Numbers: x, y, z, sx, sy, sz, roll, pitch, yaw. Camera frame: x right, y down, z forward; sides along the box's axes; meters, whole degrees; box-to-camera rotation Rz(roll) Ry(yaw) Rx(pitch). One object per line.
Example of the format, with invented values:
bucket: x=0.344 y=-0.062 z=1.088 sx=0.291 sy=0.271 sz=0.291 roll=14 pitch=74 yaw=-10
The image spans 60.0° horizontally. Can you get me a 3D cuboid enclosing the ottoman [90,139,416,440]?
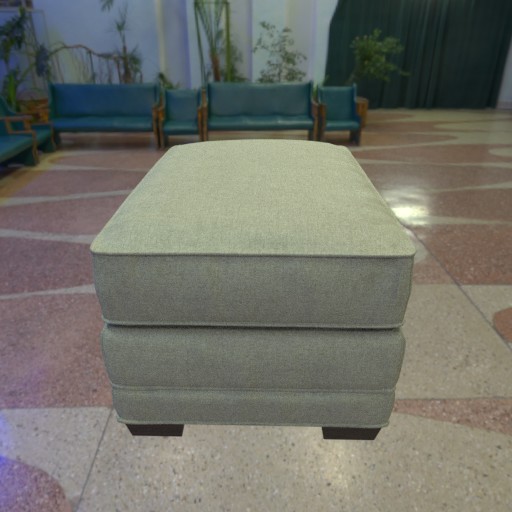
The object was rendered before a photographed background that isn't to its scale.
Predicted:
ottoman: x=0.000 y=0.000 z=1.216 sx=0.611 sy=0.508 sz=0.848 roll=1 pitch=27 yaw=1
